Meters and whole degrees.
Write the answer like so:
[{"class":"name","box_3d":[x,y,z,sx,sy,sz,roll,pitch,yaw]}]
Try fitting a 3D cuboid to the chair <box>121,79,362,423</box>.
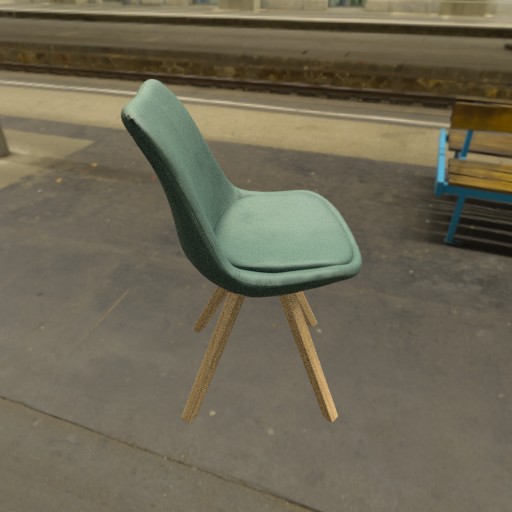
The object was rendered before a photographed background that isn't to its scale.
[{"class":"chair","box_3d":[0.000,0.000,1.206,0.547,0.865,0.483,-1,33,-2]}]
